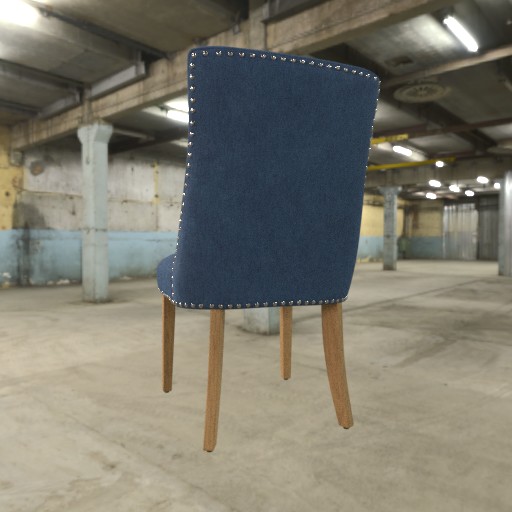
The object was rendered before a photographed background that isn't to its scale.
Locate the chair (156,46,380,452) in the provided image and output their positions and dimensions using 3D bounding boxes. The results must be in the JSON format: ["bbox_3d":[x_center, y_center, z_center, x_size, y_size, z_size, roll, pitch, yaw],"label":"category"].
[{"bbox_3d":[0.000,0.000,1.252,0.495,0.902,0.610,0,1,-19],"label":"chair"}]
